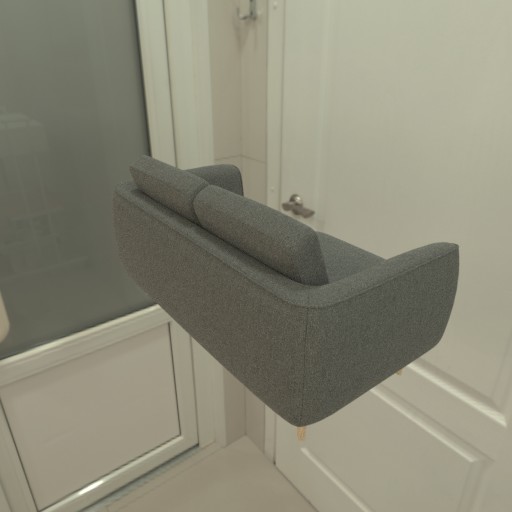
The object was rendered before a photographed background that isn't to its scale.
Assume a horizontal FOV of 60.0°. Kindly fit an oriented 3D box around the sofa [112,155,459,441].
[{"bbox_3d":[0.000,0.000,2.220,0.920,0.870,1.700,-19,32,-33],"label":"sofa"}]
